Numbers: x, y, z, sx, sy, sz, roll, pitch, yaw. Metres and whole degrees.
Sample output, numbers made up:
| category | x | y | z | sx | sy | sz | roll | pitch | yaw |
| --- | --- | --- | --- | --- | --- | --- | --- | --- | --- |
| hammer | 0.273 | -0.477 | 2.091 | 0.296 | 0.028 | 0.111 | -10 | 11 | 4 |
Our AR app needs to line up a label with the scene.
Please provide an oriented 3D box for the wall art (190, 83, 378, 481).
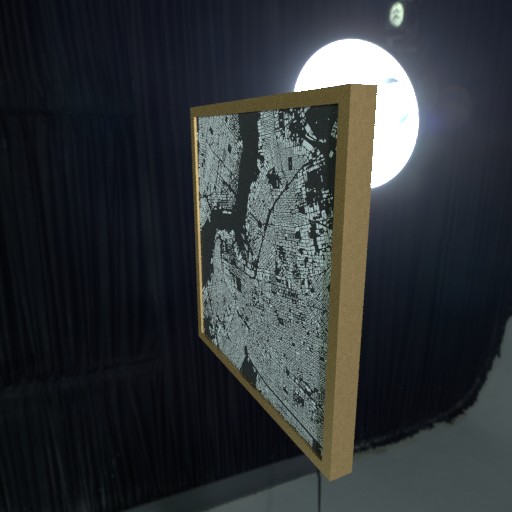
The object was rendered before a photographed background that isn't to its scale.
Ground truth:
| category | x | y | z | sx | sy | sz | roll | pitch | yaw |
| --- | --- | --- | --- | --- | --- | --- | --- | --- | --- |
| wall art | 0.000 | 0.000 | 1.924 | 0.095 | 1.284 | 1.284 | -8 | 17 | -26 |
